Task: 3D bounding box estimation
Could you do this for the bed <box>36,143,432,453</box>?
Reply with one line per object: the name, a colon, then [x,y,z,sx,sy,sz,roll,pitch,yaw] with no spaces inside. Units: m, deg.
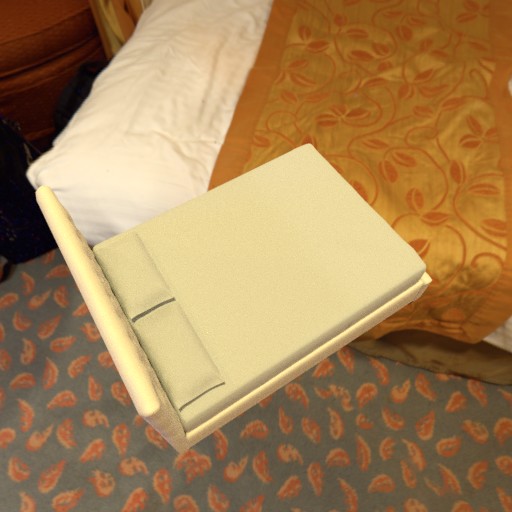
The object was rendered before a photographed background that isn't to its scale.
bed: [0.000,0.000,3.431,2.387,1.427,1.698,-29,63,-16]
